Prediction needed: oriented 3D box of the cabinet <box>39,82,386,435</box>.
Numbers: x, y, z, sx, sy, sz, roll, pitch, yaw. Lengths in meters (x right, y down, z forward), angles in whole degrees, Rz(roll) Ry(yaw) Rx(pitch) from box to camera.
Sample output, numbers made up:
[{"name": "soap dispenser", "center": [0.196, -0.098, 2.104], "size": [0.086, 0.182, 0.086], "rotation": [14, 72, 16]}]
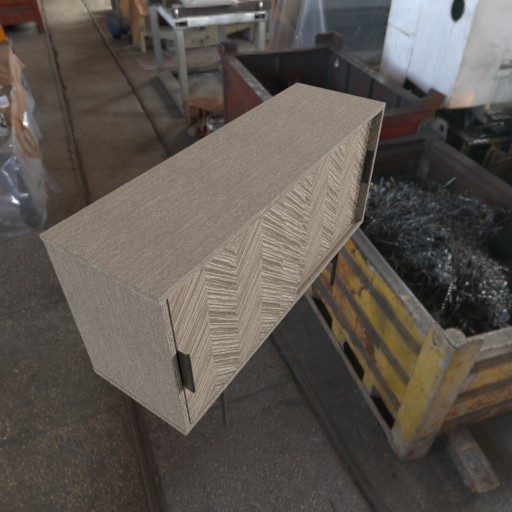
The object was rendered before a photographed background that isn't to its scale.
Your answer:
[{"name": "cabinet", "center": [0.000, 0.000, 1.570], "size": [0.405, 0.787, 1.194], "rotation": [24, 46, 25]}]
